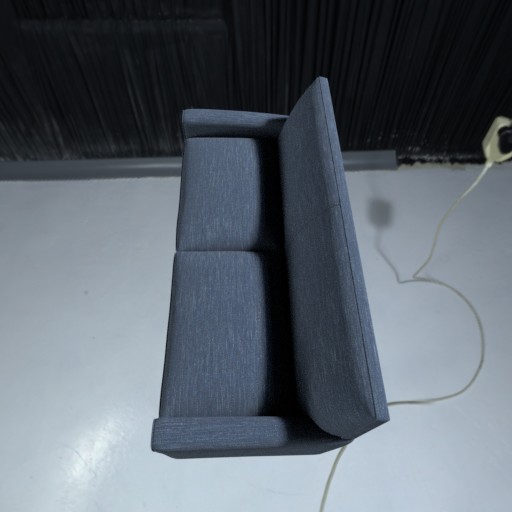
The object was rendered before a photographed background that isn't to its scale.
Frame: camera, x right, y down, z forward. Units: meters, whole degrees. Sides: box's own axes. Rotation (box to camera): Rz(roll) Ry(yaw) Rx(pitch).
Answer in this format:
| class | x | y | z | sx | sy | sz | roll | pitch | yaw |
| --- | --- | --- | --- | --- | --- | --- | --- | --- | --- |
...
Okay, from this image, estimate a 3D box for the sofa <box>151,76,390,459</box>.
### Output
| class | x | y | z | sx | sy | sz | roll | pitch | yaw |
| --- | --- | --- | --- | --- | --- | --- | --- | --- | --- |
| sofa | 0.000 | 0.000 | 2.371 | 0.875 | 0.846 | 1.976 | -1 | 57 | -1 |
